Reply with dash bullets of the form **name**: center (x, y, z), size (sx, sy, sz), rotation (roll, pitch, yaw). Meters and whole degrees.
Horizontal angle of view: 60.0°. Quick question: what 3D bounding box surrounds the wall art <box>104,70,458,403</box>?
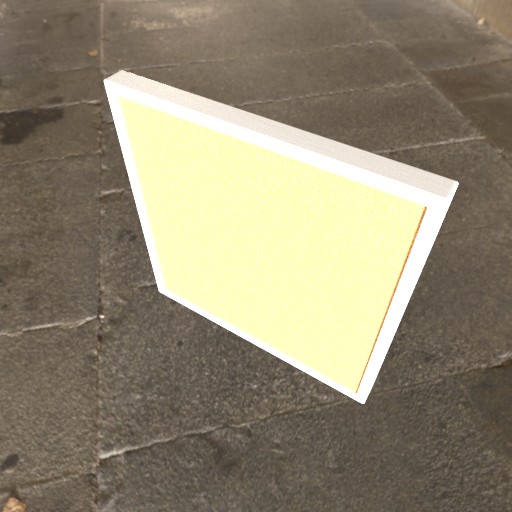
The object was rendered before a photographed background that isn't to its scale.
- **wall art**: center (0.000, 0.000, 0.758), size (0.508, 0.508, 0.038), rotation (25, 52, 21)
